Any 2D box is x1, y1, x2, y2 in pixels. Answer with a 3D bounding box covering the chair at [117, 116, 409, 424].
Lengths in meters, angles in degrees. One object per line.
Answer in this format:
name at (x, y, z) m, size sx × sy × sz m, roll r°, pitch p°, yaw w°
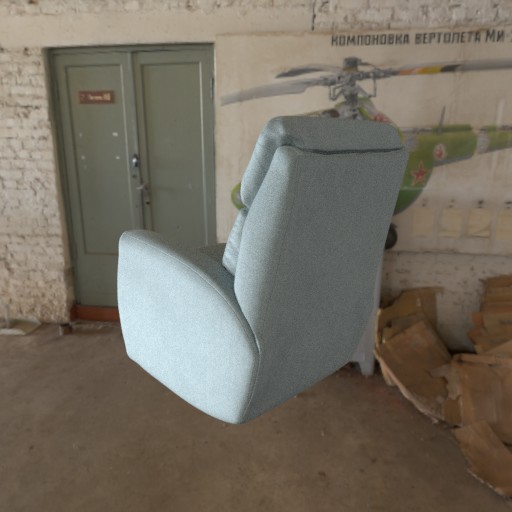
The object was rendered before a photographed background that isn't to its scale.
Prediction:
chair at (0.000, 0.000, 1.745) m, size 0.794 × 1.016 × 0.940 m, roll -14°, pitch 20°, yaw -43°
